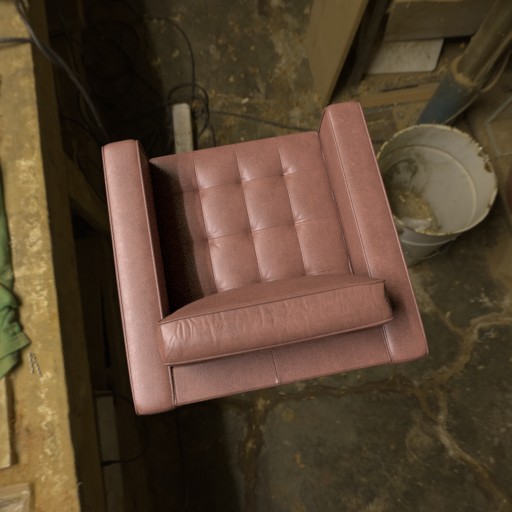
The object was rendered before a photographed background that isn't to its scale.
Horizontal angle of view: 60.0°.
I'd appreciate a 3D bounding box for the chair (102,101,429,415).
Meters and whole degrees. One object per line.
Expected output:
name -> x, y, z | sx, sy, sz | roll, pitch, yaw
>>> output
chair -> 0.000, 0.000, 1.563 | 0.920, 0.770, 0.900 | -11, 76, -3
